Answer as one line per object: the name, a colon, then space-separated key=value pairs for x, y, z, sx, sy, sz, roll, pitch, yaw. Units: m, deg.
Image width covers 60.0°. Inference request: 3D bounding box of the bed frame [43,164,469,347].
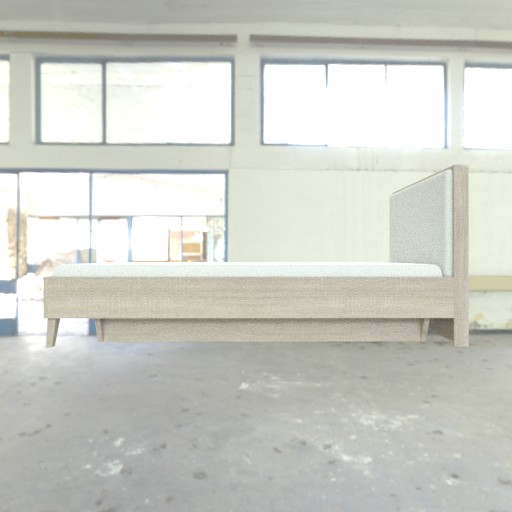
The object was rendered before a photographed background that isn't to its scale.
bed frame: x=0.000 y=0.000 z=2.725 sx=2.140 sy=0.920 sz=0.990 roll=0 pitch=0 yaw=0
